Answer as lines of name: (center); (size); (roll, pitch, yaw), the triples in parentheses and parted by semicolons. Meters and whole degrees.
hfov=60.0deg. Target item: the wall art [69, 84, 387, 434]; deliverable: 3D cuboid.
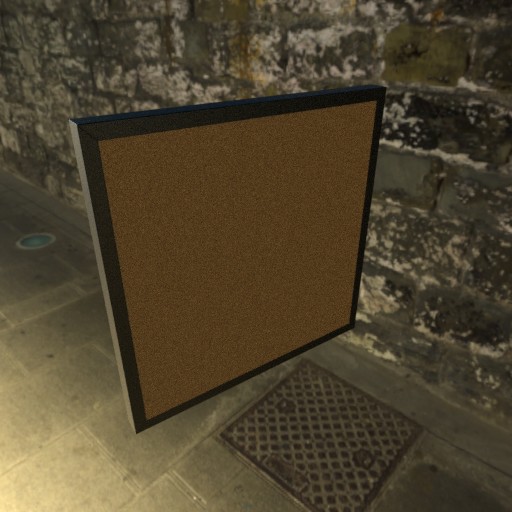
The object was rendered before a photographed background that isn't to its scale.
wall art: (0.000, 0.000, 0.754); (0.508, 0.508, 0.036); (-18, 34, -29)
